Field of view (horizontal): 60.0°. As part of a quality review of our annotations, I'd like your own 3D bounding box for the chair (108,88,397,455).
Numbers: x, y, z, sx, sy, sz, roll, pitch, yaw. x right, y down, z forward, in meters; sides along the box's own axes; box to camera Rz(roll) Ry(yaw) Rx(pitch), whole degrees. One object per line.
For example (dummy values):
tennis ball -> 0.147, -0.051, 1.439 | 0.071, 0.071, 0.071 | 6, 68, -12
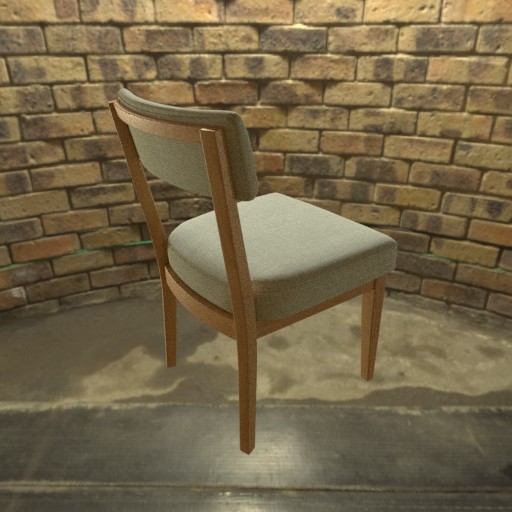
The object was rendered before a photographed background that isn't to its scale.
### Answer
chair -> 0.000, 0.000, 1.182 | 0.572, 0.832, 0.508 | -19, 32, -33
